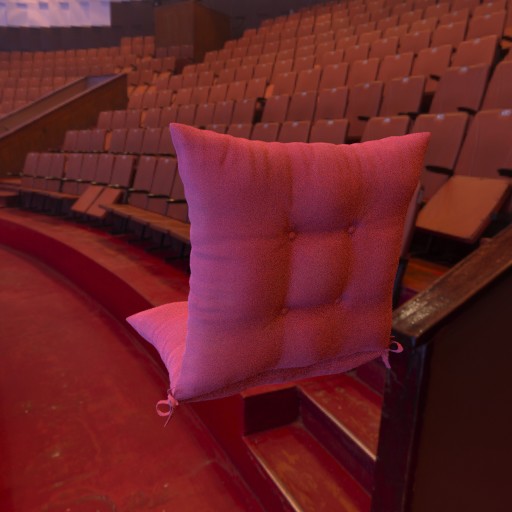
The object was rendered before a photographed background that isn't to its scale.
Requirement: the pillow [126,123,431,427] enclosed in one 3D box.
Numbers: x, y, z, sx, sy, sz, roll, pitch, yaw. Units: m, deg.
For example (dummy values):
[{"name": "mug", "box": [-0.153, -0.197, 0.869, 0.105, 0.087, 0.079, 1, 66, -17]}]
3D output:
[{"name": "pillow", "box": [0.000, 0.000, 1.004, 0.541, 0.536, 0.585, -6, 14, -25]}]
